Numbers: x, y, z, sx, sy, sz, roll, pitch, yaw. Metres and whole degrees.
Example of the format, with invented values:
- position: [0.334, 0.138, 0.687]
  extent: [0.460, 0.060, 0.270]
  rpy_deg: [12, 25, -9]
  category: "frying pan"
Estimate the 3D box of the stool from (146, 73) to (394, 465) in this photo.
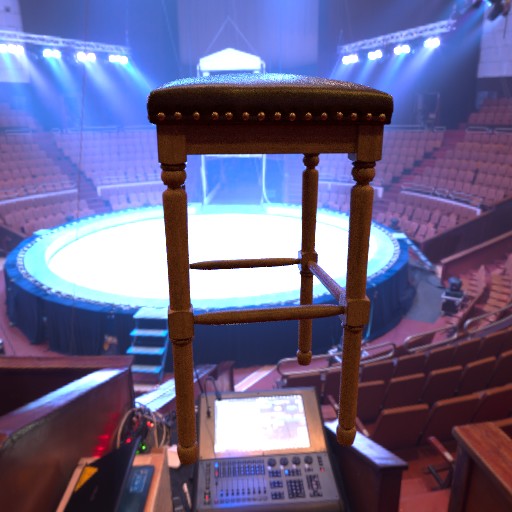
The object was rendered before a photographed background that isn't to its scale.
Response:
- position: [0.000, 0.000, 0.922]
  extent: [0.382, 0.702, 0.383]
  rpy_deg: [-3, 16, -9]
  category: "stool"
